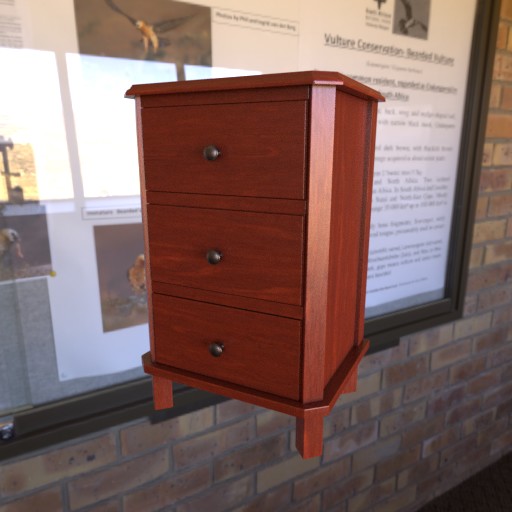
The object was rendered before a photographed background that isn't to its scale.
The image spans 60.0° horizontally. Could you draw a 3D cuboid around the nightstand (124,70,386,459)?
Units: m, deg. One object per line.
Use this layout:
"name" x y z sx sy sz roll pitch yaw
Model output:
"nightstand" 0.000 0.000 0.958 0.435 0.681 0.351 7 16 26
